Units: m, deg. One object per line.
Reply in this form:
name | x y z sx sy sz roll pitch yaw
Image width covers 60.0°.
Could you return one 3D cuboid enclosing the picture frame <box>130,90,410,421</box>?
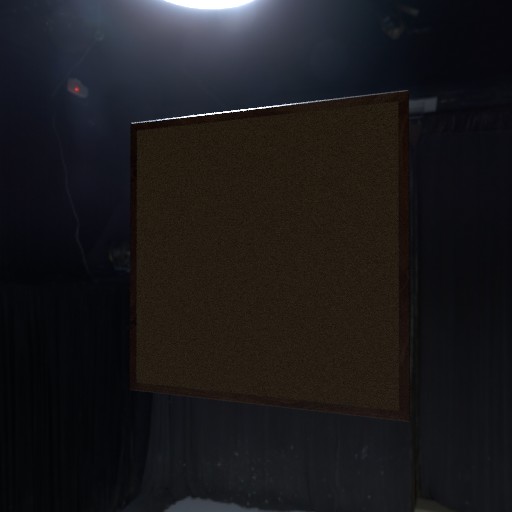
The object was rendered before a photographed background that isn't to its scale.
picture frame | 0.000 0.000 1.238 0.810 0.817 0.029 0 0 19
